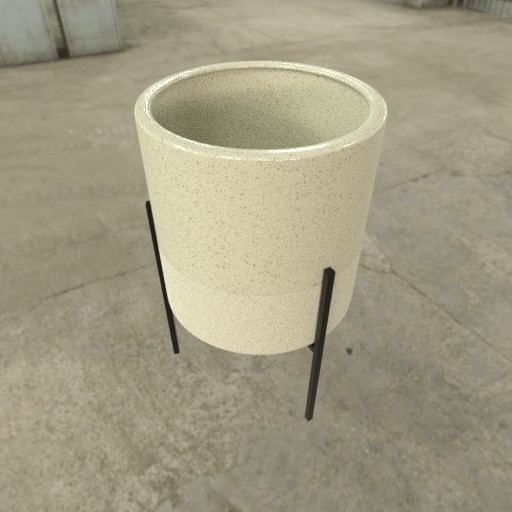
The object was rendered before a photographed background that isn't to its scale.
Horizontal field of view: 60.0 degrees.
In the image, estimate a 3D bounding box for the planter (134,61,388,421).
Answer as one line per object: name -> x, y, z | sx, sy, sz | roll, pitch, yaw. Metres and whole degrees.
planter -> 0.000, 0.000, 0.543 | 0.243, 0.390, 0.234 | -1, 40, -1
